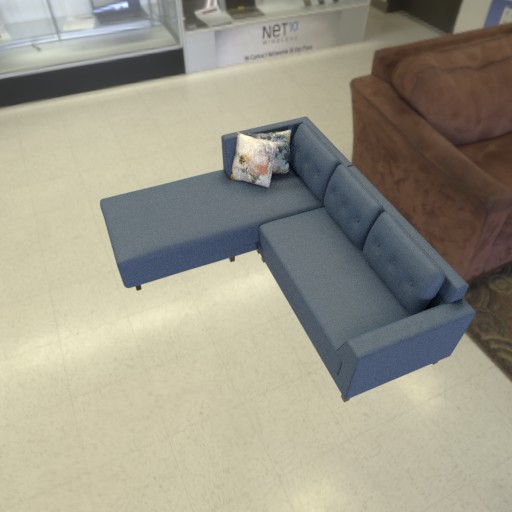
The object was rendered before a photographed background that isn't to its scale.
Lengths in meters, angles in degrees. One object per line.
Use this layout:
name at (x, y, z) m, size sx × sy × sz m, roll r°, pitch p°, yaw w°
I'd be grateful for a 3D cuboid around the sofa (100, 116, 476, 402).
sofa at (0.000, 0.000, 3.082) m, size 1.829 × 0.787 × 2.120 m, roll -17°, pitch 49°, yaw -15°
